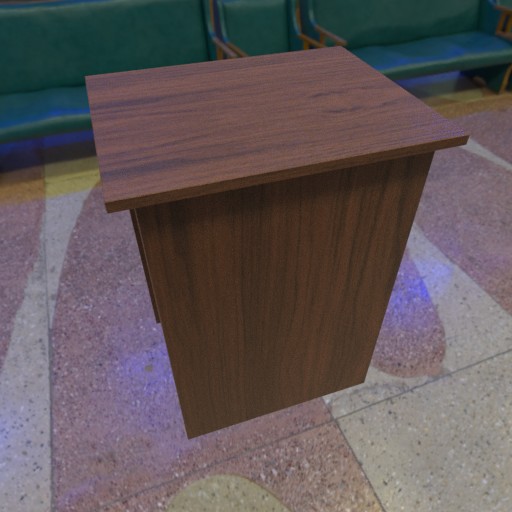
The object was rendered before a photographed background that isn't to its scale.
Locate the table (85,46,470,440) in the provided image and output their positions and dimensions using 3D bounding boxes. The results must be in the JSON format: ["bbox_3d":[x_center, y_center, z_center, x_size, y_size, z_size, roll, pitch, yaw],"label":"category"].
[{"bbox_3d":[0.000,0.000,0.888,0.480,0.636,0.381,-13,44,-14],"label":"table"}]
